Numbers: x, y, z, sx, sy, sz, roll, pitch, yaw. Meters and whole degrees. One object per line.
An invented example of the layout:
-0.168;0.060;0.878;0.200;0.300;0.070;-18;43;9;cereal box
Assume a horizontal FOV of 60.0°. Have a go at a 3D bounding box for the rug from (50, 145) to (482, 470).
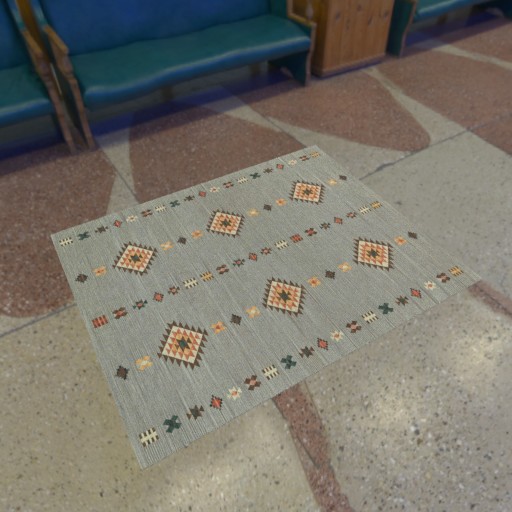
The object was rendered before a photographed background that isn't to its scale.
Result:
0.000;0.000;3.949;3.035;0.008;2.425;-23;50;-21;rug
